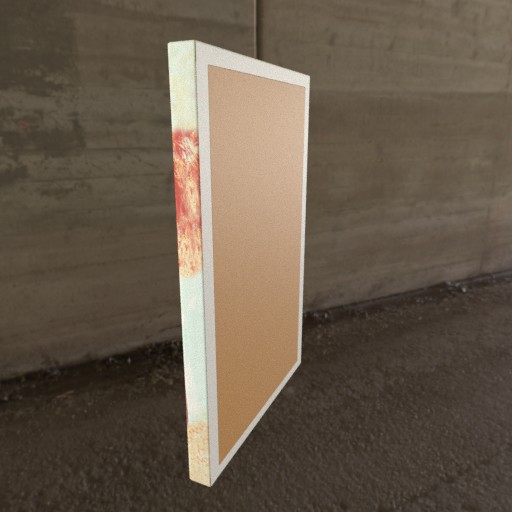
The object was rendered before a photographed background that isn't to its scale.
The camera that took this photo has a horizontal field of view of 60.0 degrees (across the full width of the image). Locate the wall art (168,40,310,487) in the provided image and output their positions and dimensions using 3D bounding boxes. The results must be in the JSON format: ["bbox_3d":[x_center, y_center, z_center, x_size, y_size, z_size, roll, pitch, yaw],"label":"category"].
[{"bbox_3d":[0.000,0.000,0.757,0.038,0.610,0.401,7,18,24],"label":"wall art"}]
